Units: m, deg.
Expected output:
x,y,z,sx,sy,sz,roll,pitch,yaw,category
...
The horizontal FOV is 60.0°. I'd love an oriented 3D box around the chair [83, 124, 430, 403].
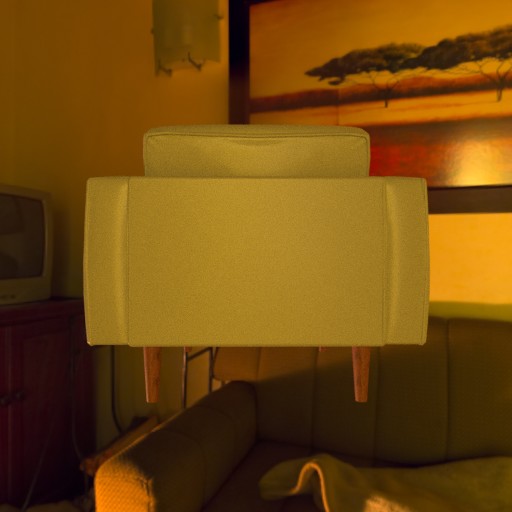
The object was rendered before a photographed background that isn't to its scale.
x,y,z,sx,sy,sz,roll,pitch,yaw,category
0.000,0.000,1.548,0.928,0.773,0.843,0,-1,0,chair
